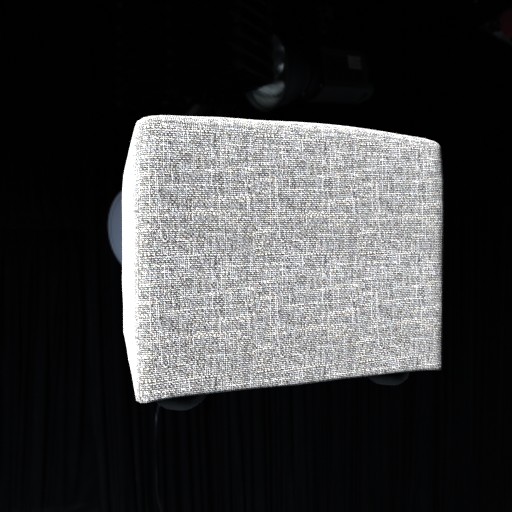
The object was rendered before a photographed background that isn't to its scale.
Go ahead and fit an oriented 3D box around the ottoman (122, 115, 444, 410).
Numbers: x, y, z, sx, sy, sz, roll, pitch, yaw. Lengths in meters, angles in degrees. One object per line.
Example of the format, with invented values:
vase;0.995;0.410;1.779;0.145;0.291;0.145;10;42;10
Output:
ottoman;0.000;0.000;0.907;0.512;0.453;0.521;-1;2;-19
